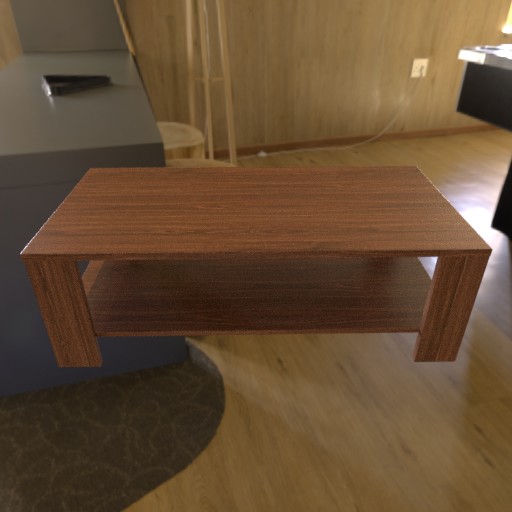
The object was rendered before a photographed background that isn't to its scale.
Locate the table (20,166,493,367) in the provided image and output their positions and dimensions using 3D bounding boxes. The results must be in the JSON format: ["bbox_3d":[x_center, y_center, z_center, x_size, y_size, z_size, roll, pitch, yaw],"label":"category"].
[{"bbox_3d":[0.000,0.000,1.485,1.200,0.400,0.600,-1,32,-1],"label":"table"}]
